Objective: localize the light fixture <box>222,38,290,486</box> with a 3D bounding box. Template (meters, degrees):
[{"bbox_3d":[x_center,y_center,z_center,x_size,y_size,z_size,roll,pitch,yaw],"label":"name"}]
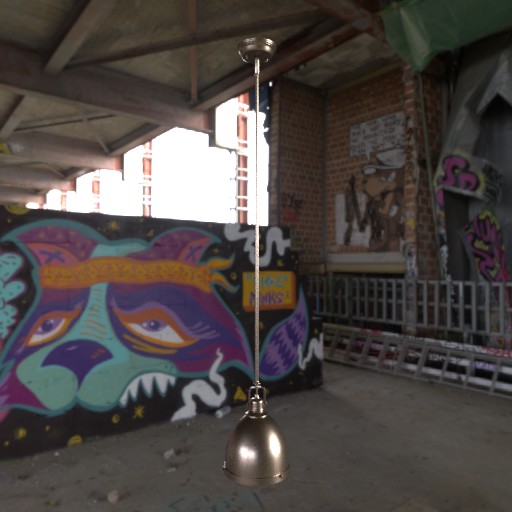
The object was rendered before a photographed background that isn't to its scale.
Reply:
[{"bbox_3d":[0.000,0.000,1.436,0.217,1.367,0.211,1,-2,-18],"label":"light fixture"}]
